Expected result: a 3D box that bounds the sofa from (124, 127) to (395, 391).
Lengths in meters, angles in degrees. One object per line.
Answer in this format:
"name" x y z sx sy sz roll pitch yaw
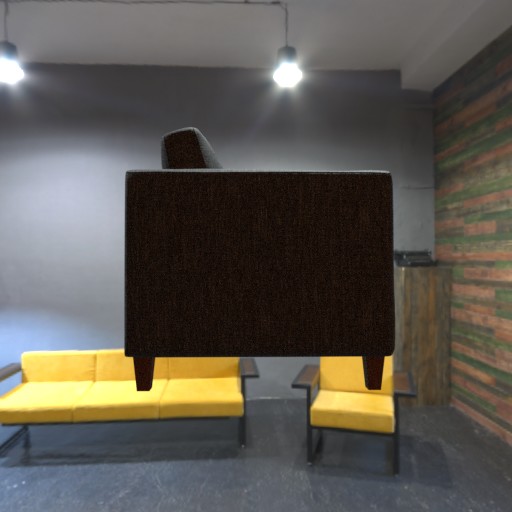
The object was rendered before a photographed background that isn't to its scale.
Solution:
"sofa" 0.000 0.000 2.413 0.950 0.963 1.884 0 -1 -1
